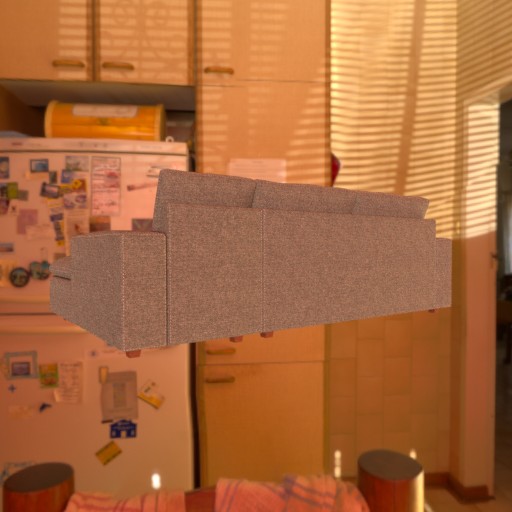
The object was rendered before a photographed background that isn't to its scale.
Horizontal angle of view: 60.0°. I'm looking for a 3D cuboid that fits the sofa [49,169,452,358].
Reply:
[{"bbox_3d":[0.000,0.000,3.503,2.718,0.940,1.689,-1,1,-35],"label":"sofa"}]
